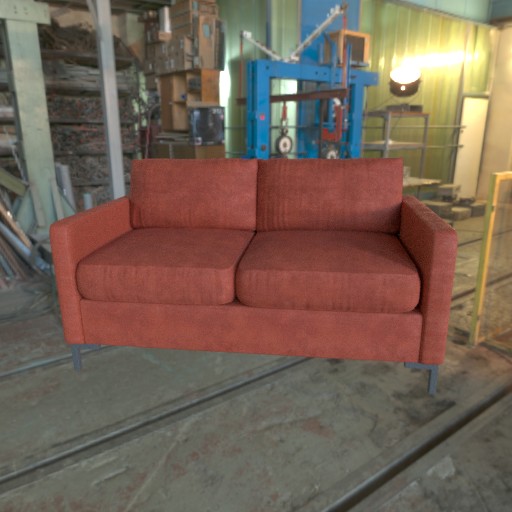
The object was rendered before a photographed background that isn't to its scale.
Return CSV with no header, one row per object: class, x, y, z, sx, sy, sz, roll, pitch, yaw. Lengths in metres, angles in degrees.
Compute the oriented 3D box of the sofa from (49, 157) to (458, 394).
sofa,0.000,0.000,2.103,1.574,0.896,0.864,2,16,8
